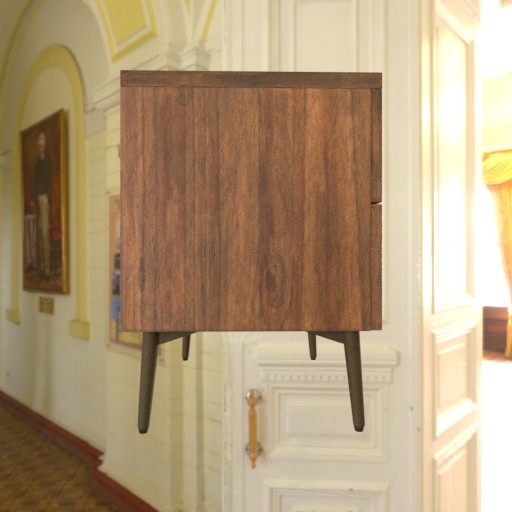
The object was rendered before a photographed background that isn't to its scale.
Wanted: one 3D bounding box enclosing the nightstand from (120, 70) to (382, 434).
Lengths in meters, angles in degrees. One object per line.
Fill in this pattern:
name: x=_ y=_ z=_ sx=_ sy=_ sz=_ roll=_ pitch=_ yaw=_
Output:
nightstand: x=0.000 y=0.000 z=1.036 sx=0.458 sy=0.610 sz=0.610 roll=0 pitch=0 yaw=-1
